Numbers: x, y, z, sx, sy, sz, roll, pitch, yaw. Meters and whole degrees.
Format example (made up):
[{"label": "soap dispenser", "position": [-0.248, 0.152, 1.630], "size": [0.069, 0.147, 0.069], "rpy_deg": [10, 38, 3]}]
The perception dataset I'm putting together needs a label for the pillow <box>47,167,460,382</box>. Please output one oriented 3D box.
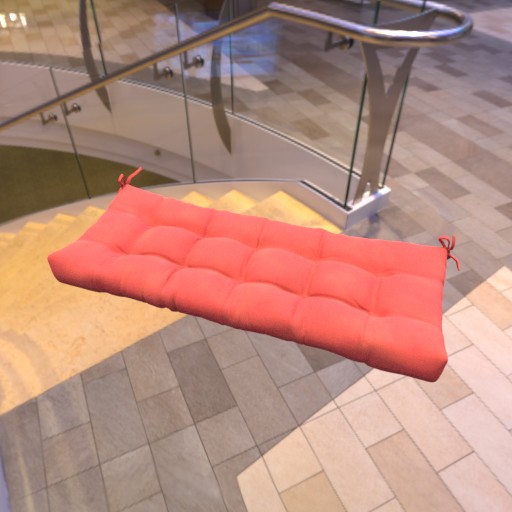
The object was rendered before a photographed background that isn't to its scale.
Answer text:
[{"label": "pillow", "position": [0.000, 0.000, 1.349], "size": [1.194, 0.174, 0.511], "rpy_deg": [13, 44, 14]}]
